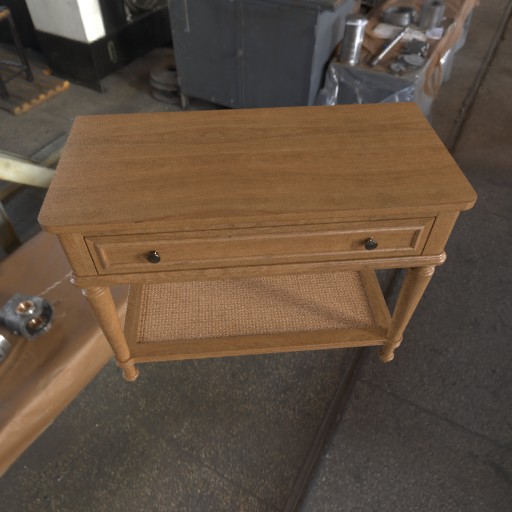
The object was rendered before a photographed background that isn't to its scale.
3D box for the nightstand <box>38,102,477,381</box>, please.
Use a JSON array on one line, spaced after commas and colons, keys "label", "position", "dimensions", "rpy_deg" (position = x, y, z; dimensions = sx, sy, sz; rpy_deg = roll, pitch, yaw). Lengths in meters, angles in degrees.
[{"label": "nightstand", "position": [0.000, 0.000, 1.301], "dimensions": [0.914, 0.700, 0.432], "rpy_deg": [-3, 47, -3]}]
